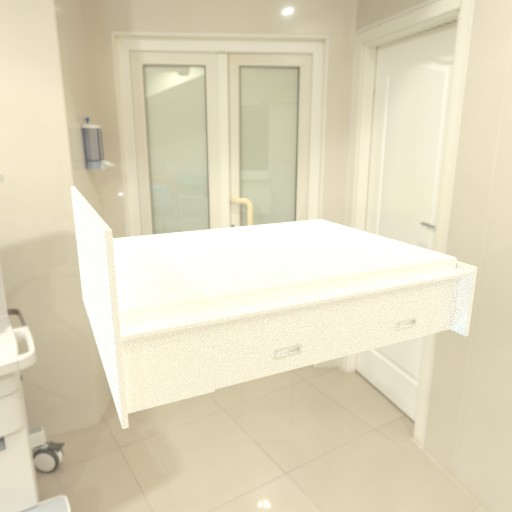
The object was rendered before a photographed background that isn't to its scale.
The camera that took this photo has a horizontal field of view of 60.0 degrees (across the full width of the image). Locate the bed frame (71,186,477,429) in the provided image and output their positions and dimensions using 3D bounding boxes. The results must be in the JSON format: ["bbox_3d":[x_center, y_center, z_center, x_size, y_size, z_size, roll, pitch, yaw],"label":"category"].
[{"bbox_3d":[0.000,0.000,2.767,1.960,0.800,1.622,-7,17,-25],"label":"bed frame"}]
